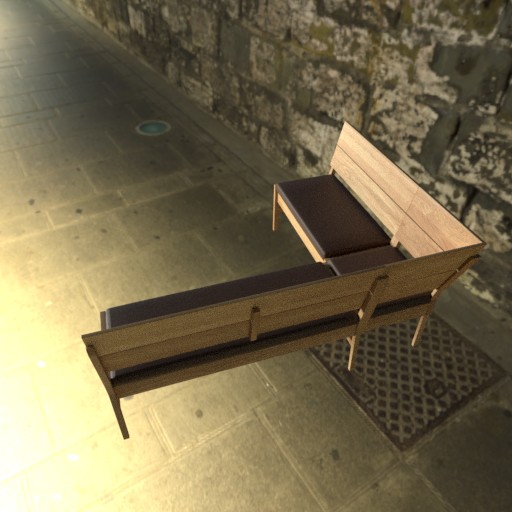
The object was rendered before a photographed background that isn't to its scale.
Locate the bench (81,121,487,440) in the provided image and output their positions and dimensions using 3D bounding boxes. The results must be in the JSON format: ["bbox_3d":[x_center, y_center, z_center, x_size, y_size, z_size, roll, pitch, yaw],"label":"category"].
[{"bbox_3d":[0.000,0.000,2.827,1.975,0.890,1.549,-13,42,-14],"label":"bench"}]
